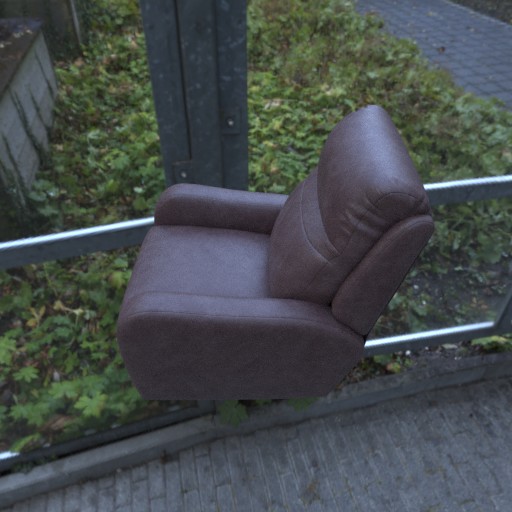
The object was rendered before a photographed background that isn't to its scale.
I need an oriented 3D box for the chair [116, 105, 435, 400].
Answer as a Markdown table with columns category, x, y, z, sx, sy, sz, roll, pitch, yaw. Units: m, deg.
| category | x | y | z | sx | sy | sz | roll | pitch | yaw |
| --- | --- | --- | --- | --- | --- | --- | --- | --- | --- |
| chair | 0.000 | 0.000 | 1.818 | 1.067 | 1.067 | 0.865 | 1 | 41 | 1 |
